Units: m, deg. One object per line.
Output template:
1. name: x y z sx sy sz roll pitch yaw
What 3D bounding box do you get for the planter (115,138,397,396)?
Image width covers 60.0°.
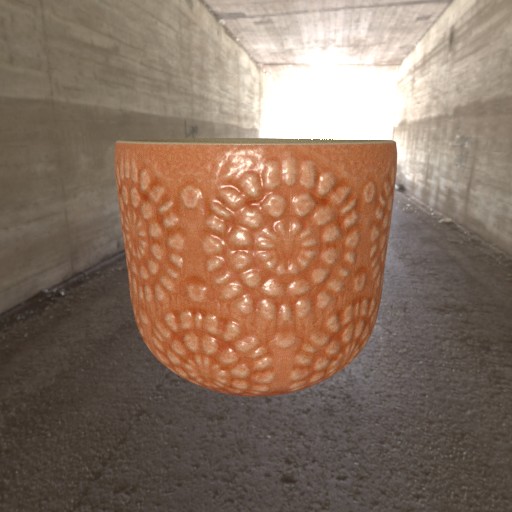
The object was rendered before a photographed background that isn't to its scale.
1. planter: 0.000 0.000 0.215 0.124 0.109 0.124 0 16 0
